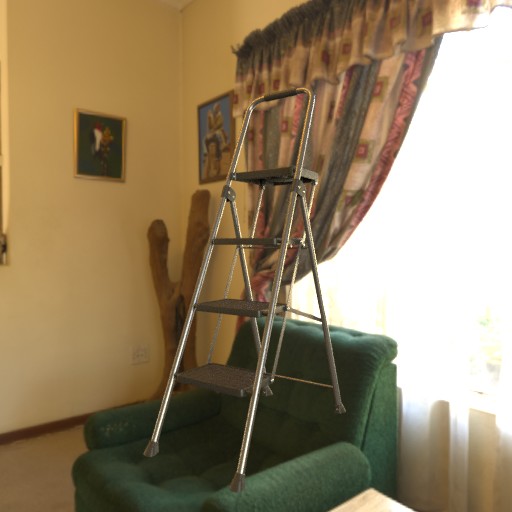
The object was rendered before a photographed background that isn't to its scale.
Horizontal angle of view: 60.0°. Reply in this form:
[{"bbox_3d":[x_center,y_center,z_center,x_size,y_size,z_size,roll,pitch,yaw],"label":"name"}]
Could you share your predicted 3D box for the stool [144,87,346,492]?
[{"bbox_3d":[0.000,0.000,1.605,0.396,1.277,0.733,1,2,35],"label":"stool"}]
